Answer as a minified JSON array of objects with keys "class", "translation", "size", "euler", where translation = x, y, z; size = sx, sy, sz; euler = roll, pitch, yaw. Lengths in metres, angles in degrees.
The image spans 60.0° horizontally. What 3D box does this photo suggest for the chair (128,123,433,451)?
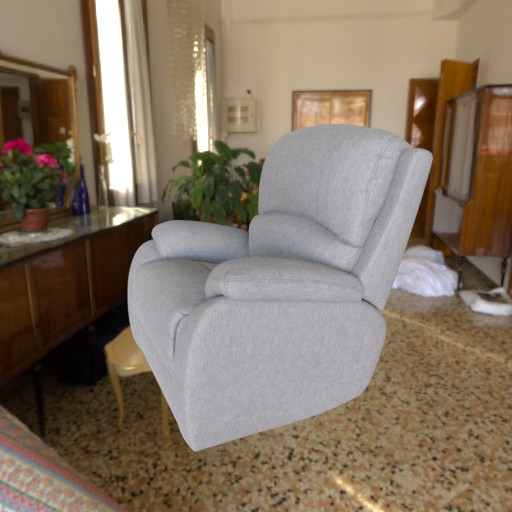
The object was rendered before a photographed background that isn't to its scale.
[{"class":"chair","translation":[0.000,0.000,1.744],"size":[0.899,1.011,0.930],"euler":[-7,16,-25]}]
